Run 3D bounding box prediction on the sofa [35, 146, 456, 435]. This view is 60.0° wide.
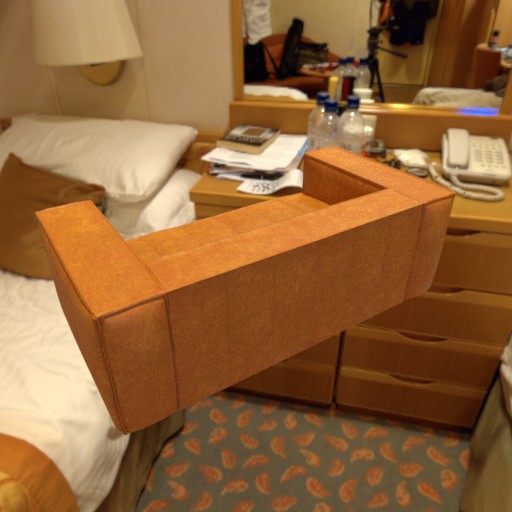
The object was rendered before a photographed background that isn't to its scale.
[{"bbox_3d":[0.000,0.000,2.560,2.088,0.703,1.102,-19,36,-28],"label":"sofa"}]
